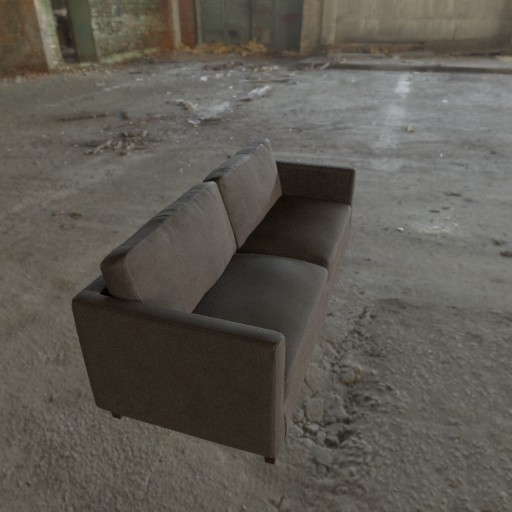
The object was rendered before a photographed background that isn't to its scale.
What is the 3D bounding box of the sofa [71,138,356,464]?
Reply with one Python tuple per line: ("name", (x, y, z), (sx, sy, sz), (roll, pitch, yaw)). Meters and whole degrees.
("sofa", (0.000, 0.000, 2.752), (0.951, 0.965, 2.208), (9, 31, 16))
